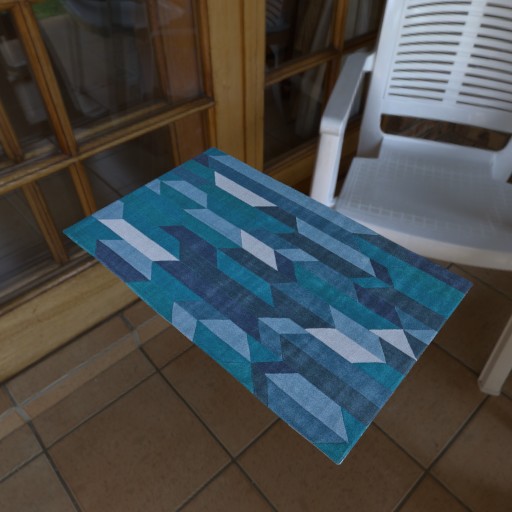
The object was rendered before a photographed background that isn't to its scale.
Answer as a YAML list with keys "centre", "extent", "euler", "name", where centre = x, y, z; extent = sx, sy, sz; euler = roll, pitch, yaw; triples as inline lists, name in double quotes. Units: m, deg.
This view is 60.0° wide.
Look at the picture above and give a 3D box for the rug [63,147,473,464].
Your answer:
- centre: [0.000, 0.000, 3.038]
  extent: [2.420, 0.005, 1.528]
  euler: [33, 54, 28]
  name: "rug"
